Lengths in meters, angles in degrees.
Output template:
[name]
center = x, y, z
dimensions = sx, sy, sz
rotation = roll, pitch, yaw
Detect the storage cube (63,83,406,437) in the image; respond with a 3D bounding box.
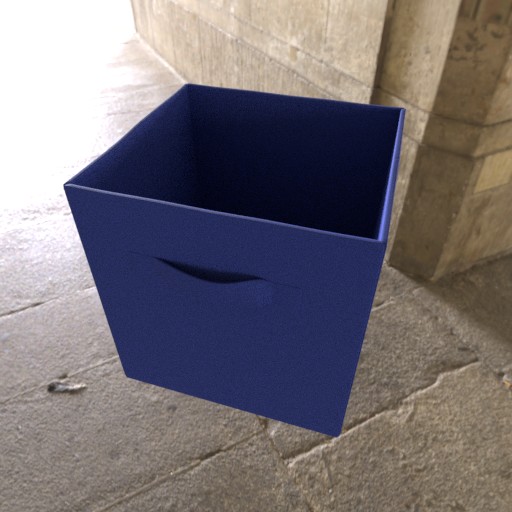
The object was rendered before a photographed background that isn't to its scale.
[storage cube]
center = 0.000, 0.000, 0.513
dimensions = 0.270, 0.280, 0.270
rotation = 11, 42, 13
